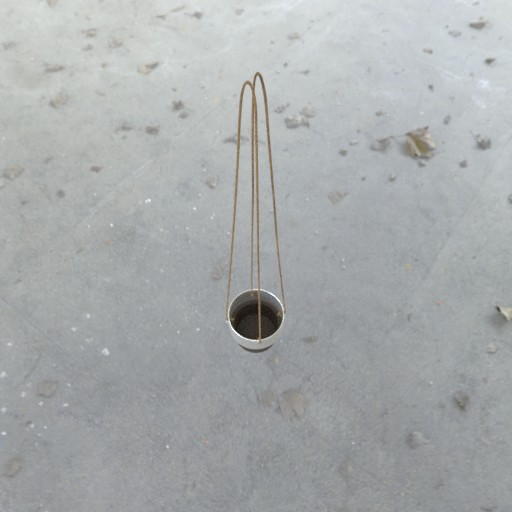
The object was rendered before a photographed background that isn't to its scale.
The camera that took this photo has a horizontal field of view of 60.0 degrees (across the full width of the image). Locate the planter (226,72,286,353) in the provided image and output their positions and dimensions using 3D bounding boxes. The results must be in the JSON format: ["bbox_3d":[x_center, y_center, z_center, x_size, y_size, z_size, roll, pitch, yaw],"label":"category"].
[{"bbox_3d":[0.000,0.000,1.136,0.187,1.073,0.187,33,64,18],"label":"planter"}]
